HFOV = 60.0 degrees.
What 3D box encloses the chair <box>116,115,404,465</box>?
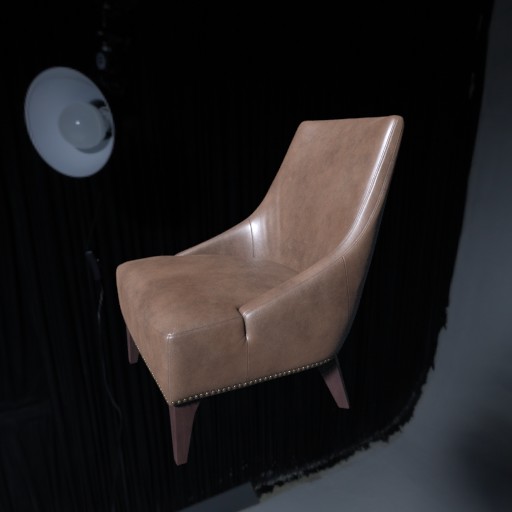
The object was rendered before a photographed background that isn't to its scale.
[{"bbox_3d":[0.000,0.000,1.509,0.861,0.909,0.701,-7,17,-26],"label":"chair"}]
